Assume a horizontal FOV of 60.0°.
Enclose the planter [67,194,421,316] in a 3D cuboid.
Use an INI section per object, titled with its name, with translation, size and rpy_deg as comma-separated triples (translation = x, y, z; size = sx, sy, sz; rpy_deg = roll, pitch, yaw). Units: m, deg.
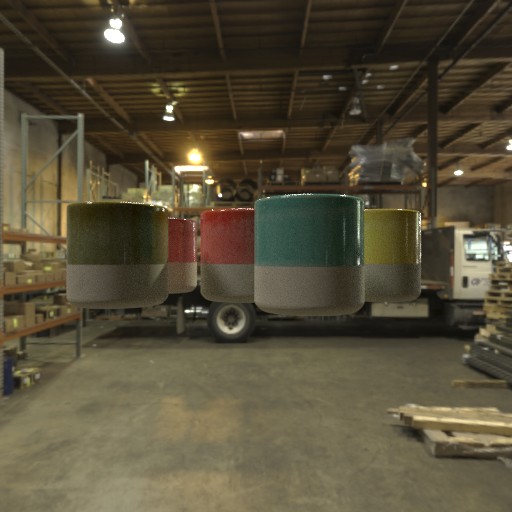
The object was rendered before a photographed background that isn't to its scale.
[planter]
translation = 0.000, 0.000, 0.397
size = 0.286, 0.075, 0.257
rpy_deg = 0, 0, 0
